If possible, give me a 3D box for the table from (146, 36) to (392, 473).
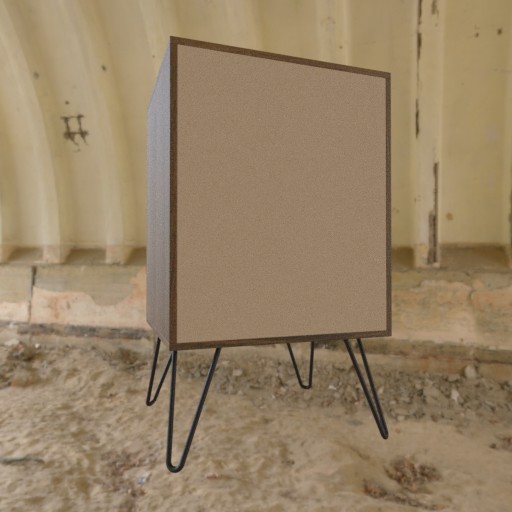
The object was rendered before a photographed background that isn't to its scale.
[{"bbox_3d":[0.000,0.000,1.170,0.526,0.866,0.457,0,-1,-19],"label":"table"}]
